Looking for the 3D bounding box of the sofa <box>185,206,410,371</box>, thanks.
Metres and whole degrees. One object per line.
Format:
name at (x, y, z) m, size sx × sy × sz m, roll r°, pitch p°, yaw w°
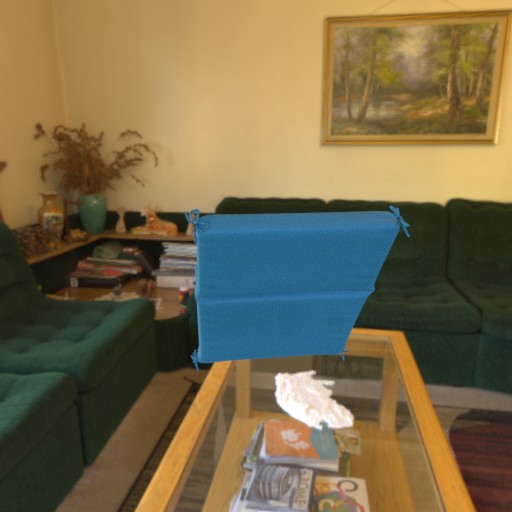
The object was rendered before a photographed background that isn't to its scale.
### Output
sofa at (0.000, 0.000, 1.926) m, size 0.582 × 0.622 × 1.663 m, roll -2°, pitch 14°, yaw -8°
